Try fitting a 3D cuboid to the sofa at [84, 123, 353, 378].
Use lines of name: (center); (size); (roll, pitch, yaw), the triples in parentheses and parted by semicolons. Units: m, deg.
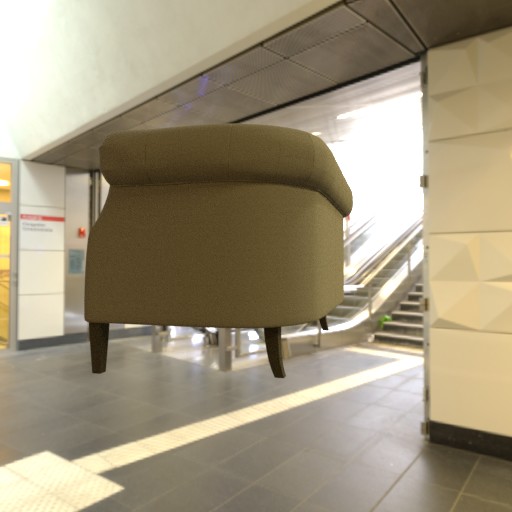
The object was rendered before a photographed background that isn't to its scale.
sofa: (0.000, 0.000, 2.076); (0.835, 0.827, 1.558); (0, -1, 17)
